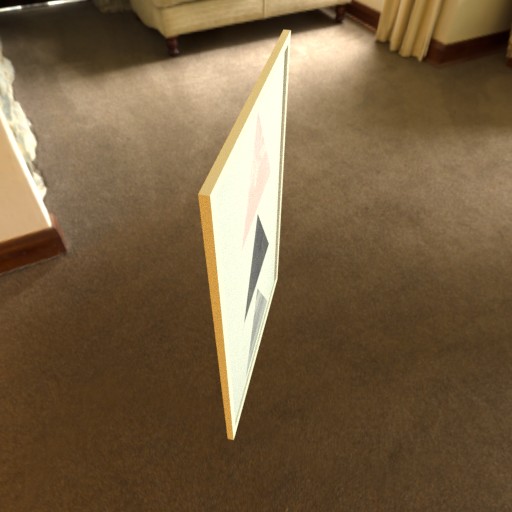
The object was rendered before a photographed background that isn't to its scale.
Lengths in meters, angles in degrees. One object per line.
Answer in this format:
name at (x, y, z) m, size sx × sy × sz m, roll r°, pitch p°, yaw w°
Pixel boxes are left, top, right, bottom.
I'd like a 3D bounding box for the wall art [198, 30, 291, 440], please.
wall art at (0.000, 0.000, 0.845) m, size 0.013 × 0.656 × 0.456 m, roll 10°, pitch 48°, yaw 9°
